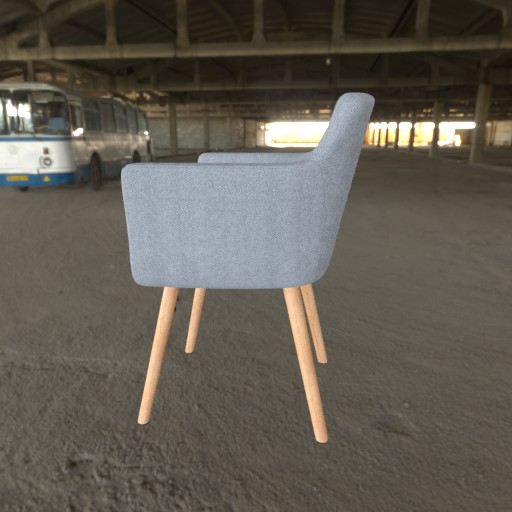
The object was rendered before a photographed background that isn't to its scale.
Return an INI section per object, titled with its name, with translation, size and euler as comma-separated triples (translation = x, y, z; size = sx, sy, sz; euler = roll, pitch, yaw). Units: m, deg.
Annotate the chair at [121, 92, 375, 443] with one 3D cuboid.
[chair]
translation = 0.000, 0.000, 1.147
size = 0.540, 0.780, 0.570
euler = 2, 15, 9
